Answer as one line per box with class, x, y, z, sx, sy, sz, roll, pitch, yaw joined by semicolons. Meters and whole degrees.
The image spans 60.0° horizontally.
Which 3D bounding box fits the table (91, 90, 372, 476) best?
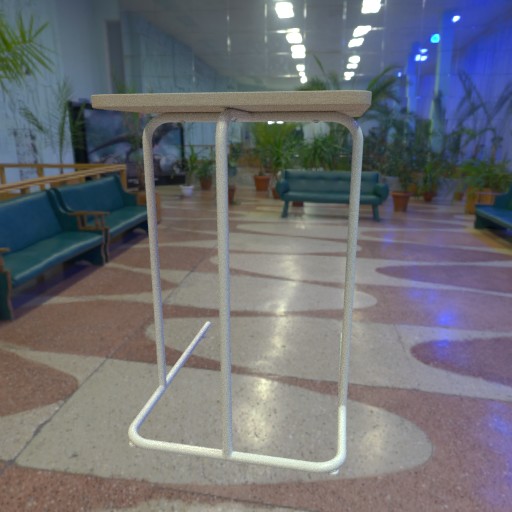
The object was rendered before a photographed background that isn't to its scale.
table;0.000;0.000;0.847;0.370;0.550;0.480;3;16;11
